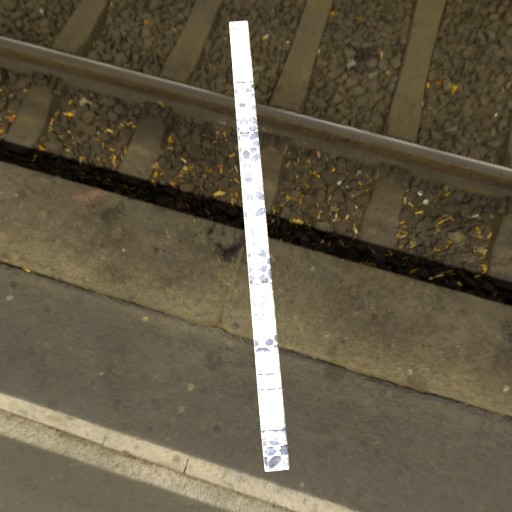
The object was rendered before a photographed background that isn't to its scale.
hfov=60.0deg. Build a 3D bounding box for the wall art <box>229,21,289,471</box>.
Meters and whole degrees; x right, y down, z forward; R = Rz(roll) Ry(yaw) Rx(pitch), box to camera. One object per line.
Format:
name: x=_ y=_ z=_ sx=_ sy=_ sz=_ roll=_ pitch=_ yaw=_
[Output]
wall art: x=0.000 y=0.000 z=0.766 sx=0.030 sy=0.406 sz=0.608 roll=-4 pitch=75 yaw=-1
